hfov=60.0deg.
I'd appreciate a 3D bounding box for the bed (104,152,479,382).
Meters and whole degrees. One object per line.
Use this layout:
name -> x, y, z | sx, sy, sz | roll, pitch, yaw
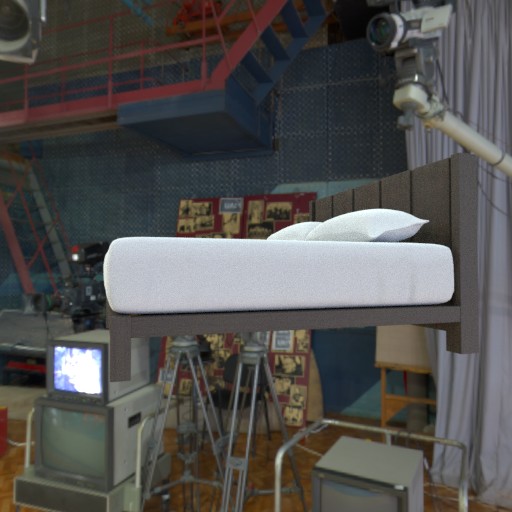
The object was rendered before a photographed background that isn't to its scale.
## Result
bed -> 0.000, 0.000, 3.452 | 2.238, 1.261, 2.143 | 1, -2, -19
